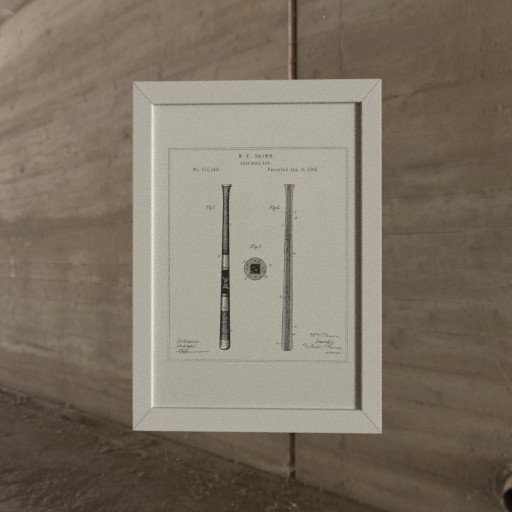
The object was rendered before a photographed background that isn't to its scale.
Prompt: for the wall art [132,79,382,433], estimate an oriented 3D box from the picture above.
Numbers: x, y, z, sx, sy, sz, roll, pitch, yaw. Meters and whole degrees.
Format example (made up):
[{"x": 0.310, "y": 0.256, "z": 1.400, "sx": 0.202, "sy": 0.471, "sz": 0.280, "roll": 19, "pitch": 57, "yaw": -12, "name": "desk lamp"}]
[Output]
[{"x": 0.000, "y": 0.000, "z": 0.671, "sx": 0.374, "sy": 0.529, "sz": 0.012, "roll": 0, "pitch": 0, "yaw": 2, "name": "wall art"}]
